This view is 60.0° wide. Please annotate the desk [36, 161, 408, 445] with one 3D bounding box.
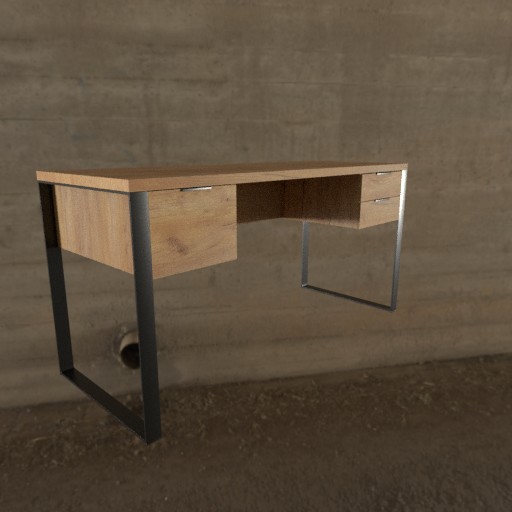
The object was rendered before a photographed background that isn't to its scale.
[{"bbox_3d":[0.000,0.000,1.919,0.600,0.760,1.520,13,19,42],"label":"desk"}]
